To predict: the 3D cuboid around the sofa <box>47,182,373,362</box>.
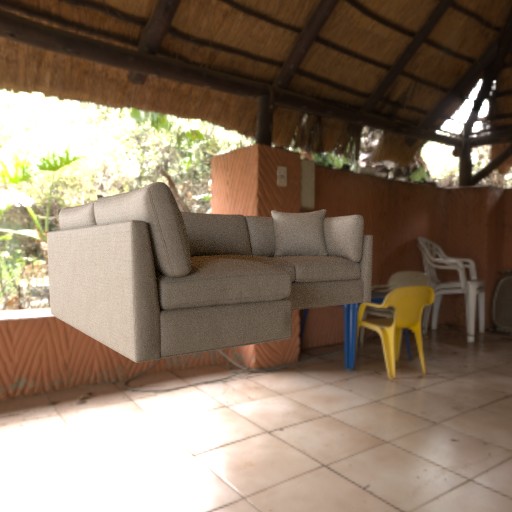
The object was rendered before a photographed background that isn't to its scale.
[{"bbox_3d":[0.000,0.000,3.751,2.896,0.978,1.994,-1,1,-36],"label":"sofa"}]
